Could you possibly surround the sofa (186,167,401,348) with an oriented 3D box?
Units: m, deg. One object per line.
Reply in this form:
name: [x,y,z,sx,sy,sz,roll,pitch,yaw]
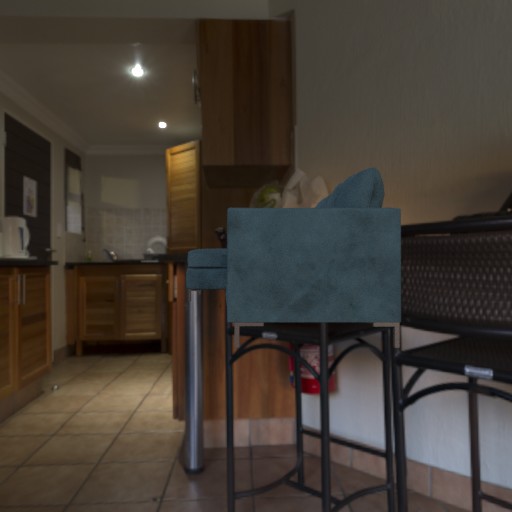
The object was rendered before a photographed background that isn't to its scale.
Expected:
sofa: [0.000,0.000,3.983,1.500,0.967,3.400,0,0,0]
